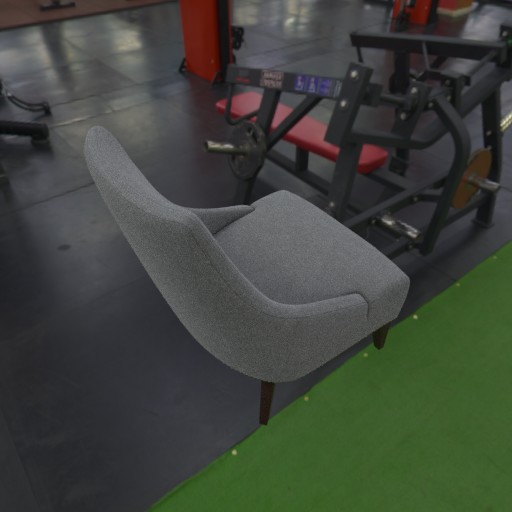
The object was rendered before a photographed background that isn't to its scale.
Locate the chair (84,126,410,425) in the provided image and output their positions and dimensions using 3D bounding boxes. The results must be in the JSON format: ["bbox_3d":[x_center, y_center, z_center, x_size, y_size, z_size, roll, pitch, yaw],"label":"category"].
[{"bbox_3d":[0.000,0.000,1.476,0.861,0.909,0.701,-25,47,-26],"label":"chair"}]
